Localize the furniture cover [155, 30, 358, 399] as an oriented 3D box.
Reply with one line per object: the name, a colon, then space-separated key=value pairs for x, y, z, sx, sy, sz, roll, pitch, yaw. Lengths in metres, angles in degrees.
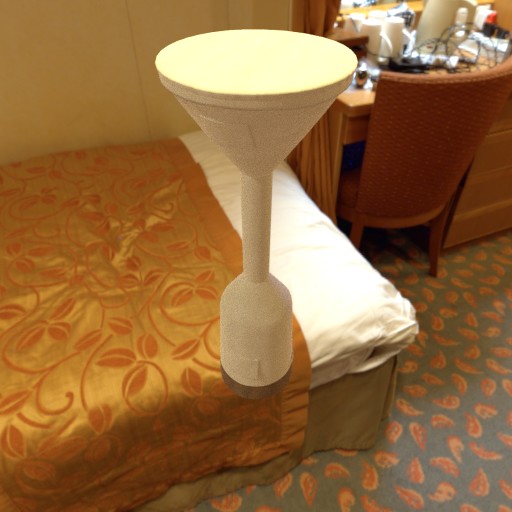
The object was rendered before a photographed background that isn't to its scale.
furniture cover: x=0.000 y=0.000 z=2.803 sx=0.914 sy=2.413 sz=0.914 roll=13 pitch=42 yaw=15
